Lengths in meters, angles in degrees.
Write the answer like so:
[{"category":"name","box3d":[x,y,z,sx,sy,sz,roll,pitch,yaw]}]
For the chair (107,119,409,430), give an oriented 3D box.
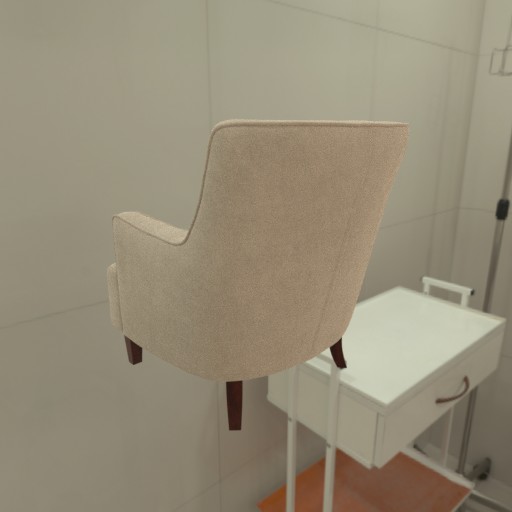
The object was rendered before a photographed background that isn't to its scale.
[{"category":"chair","box3d":[0.000,0.000,1.580,0.781,0.920,0.910,-14,21,-41]}]
